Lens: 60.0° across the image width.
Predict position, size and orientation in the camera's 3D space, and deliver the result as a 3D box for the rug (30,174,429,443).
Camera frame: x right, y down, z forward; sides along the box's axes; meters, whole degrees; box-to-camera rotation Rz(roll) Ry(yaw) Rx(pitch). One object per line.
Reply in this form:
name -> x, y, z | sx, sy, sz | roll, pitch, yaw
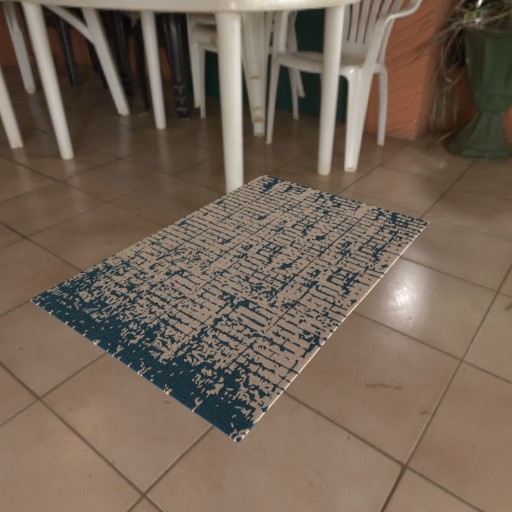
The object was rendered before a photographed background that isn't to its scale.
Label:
rug -> 0.000, 0.000, 2.339 | 1.220, 0.007, 1.828 | 22, 39, 30
